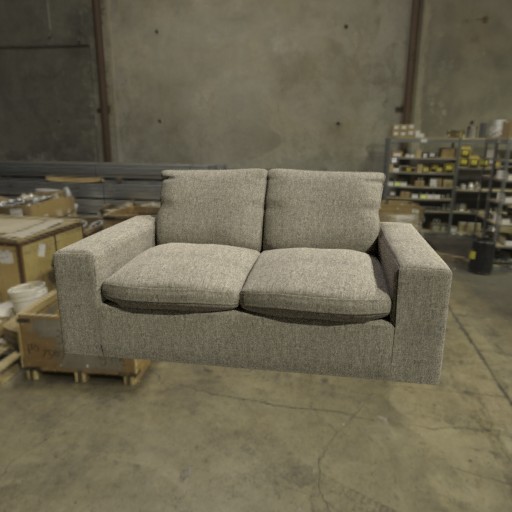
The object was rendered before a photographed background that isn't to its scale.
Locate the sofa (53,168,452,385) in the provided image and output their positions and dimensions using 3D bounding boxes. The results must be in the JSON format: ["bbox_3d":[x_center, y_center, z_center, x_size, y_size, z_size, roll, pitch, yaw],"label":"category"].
[{"bbox_3d":[0.000,0.000,2.384,1.758,0.877,1.094,2,15,9],"label":"sofa"}]
